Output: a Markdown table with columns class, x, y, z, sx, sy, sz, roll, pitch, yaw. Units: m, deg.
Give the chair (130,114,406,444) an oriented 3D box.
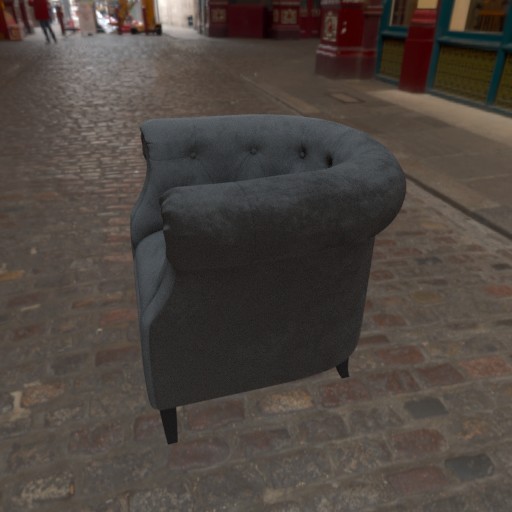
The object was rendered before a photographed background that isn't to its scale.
| class | x | y | z | sx | sy | sz | roll | pitch | yaw |
| --- | --- | --- | --- | --- | --- | --- | --- | --- | --- |
| chair | 0.000 | 0.000 | 1.557 | 0.851 | 0.826 | 0.904 | -8 | 31 | -14 |
